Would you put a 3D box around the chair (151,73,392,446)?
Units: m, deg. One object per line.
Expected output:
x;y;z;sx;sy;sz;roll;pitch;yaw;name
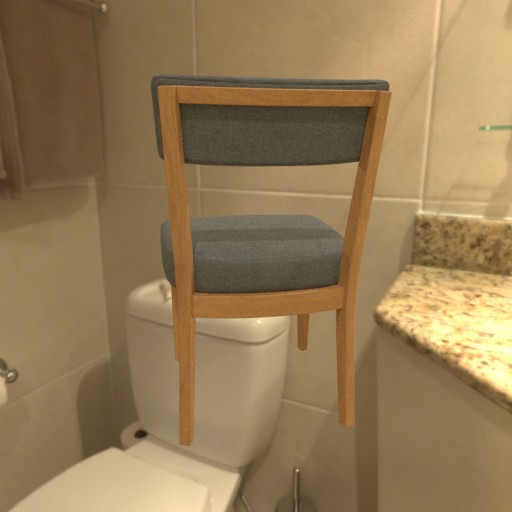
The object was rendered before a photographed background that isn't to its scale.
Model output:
0.000;0.000;1.182;0.508;0.832;0.572;-2;14;-10;chair
